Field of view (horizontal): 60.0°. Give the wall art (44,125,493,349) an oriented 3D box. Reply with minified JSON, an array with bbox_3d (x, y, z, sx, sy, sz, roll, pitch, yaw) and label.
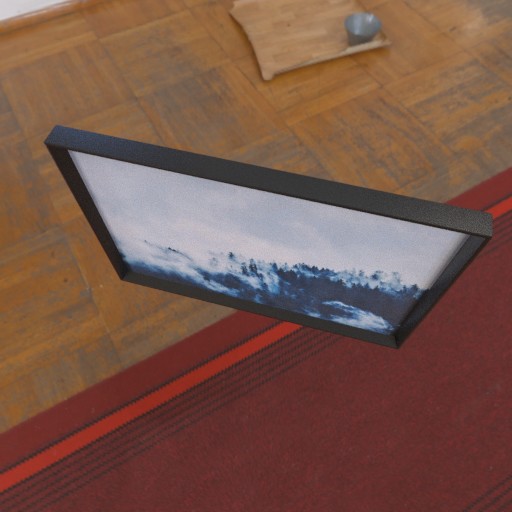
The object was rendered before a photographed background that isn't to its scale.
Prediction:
[{"bbox_3d":[0.000,0.000,1.185,0.939,0.640,0.058,13,60,8],"label":"wall art"}]
